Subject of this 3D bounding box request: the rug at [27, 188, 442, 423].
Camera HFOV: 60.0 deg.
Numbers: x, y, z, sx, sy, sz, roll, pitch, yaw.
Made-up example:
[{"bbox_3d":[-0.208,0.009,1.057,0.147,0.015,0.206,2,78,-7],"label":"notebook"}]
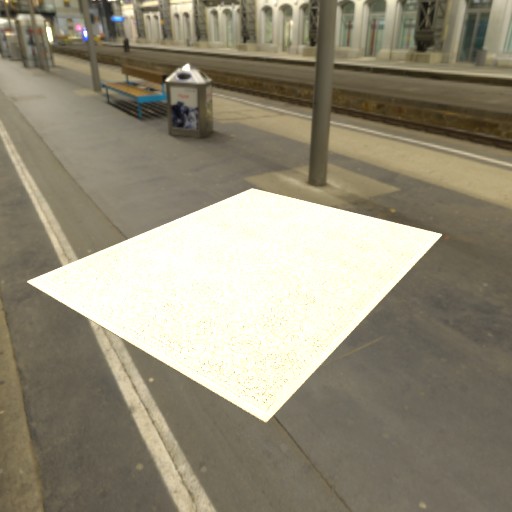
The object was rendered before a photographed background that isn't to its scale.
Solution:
[{"bbox_3d":[0.000,0.000,4.081,2.441,0.015,3.050,19,32,33],"label":"rug"}]
